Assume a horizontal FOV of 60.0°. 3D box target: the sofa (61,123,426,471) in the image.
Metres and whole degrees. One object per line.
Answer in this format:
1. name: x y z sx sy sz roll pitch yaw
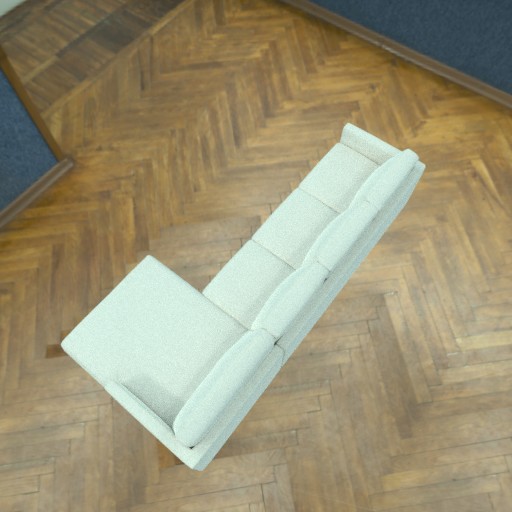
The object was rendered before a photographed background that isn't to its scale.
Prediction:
1. sofa: 0.000 0.000 4.215 1.606 0.954 3.471 35 68 16
